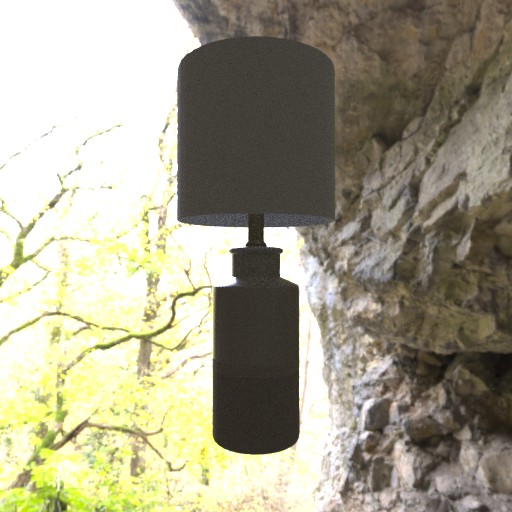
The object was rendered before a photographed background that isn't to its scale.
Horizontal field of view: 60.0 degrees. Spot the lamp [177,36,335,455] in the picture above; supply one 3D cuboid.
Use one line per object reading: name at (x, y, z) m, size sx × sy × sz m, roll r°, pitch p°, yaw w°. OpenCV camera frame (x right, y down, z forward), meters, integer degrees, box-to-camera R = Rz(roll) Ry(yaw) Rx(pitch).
lamp at (0.000, 0.000, 0.602) m, size 0.212 × 0.493 × 0.212 m, roll -1°, pitch -1°, yaw 36°
